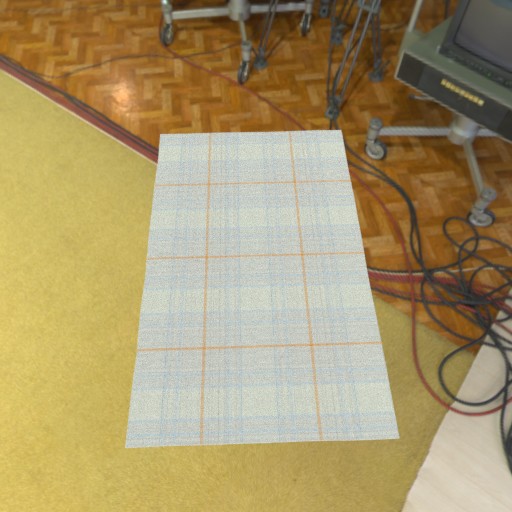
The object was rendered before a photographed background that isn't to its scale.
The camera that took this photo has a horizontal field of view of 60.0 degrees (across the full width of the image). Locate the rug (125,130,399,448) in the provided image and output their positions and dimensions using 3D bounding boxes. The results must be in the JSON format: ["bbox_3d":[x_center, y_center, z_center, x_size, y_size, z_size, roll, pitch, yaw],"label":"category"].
[{"bbox_3d":[0.000,0.000,3.097,1.527,0.016,2.442,-2,59,-1],"label":"rug"}]
